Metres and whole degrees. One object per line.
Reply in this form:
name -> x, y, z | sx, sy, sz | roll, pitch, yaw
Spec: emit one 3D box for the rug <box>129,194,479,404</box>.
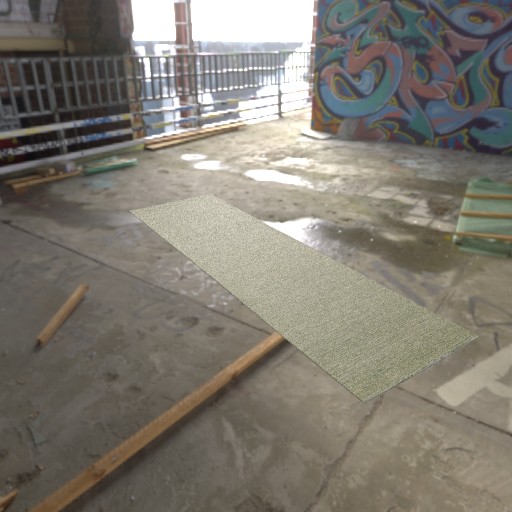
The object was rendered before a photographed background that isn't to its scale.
rug -> 0.000, 0.000, 2.553 | 0.686, 0.013, 2.340 | -16, 30, -30
